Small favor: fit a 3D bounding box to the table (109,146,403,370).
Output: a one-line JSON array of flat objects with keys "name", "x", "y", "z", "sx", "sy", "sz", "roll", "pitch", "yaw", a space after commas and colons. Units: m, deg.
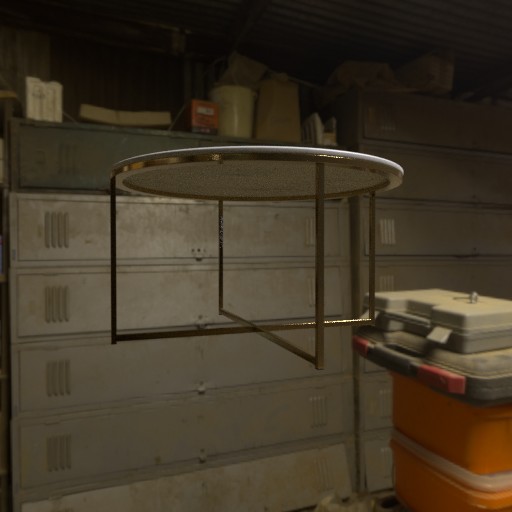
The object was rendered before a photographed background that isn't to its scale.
[{"name": "table", "x": 0.000, "y": 0.000, "z": 1.272, "sx": 0.800, "sy": 0.450, "sz": 0.800, "roll": 0, "pitch": 1, "yaw": 0}]
